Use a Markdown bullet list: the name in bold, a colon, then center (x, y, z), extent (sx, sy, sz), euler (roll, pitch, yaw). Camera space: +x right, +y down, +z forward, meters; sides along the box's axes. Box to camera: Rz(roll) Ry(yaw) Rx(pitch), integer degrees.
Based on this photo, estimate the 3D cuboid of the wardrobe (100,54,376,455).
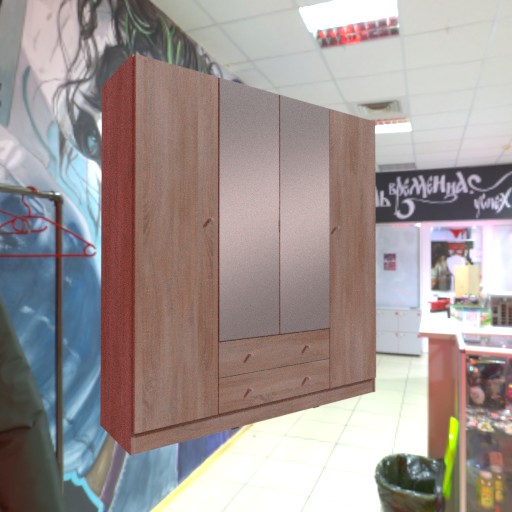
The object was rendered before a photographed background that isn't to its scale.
- **wardrobe**: center (0.000, 0.000, 3.159), extent (1.998, 2.159, 0.598), euler (1, -1, -36)
